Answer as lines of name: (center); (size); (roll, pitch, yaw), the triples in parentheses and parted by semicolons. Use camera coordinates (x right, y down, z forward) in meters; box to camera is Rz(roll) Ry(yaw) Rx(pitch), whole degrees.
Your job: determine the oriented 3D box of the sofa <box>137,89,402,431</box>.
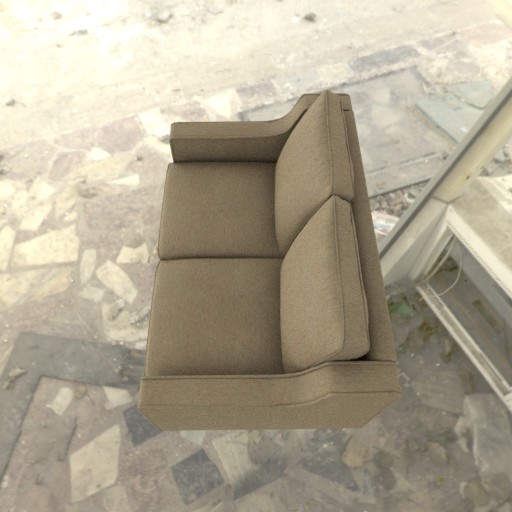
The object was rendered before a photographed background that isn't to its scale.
sofa: (0.000, 0.000, 2.161); (0.985, 0.981, 1.503); (-1, 60, 0)
